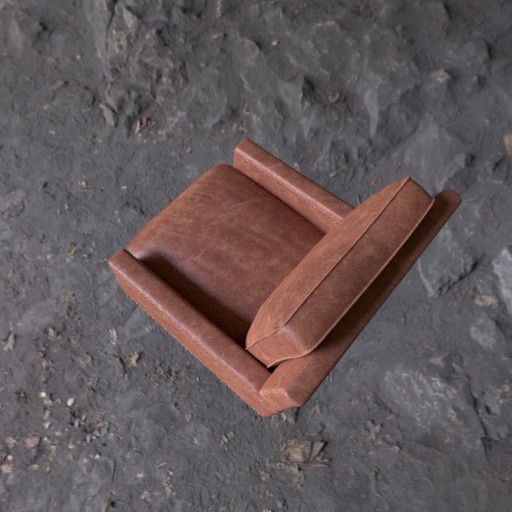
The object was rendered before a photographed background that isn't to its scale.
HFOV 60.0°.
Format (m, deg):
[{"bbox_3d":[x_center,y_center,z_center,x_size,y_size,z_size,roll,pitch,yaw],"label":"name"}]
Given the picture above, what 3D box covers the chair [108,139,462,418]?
[{"bbox_3d":[0.000,0.000,1.820,1.035,1.054,0.854,38,69,17],"label":"chair"}]
